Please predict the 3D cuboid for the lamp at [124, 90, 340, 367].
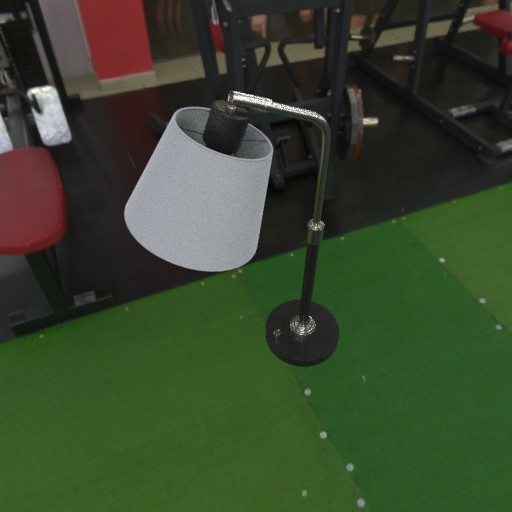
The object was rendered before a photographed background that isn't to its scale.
[{"bbox_3d":[0.000,0.000,0.685,0.348,0.539,0.181,-16,48,-15],"label":"lamp"}]
